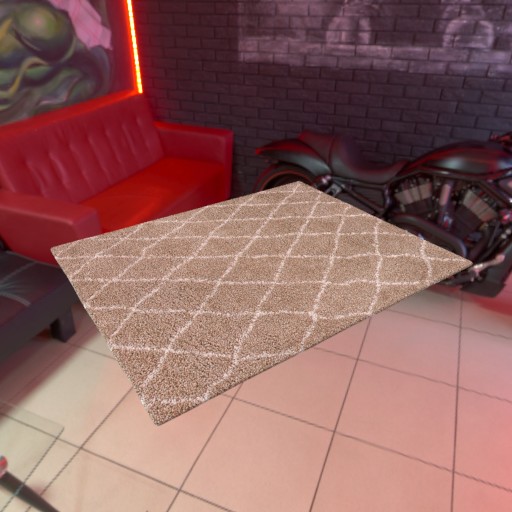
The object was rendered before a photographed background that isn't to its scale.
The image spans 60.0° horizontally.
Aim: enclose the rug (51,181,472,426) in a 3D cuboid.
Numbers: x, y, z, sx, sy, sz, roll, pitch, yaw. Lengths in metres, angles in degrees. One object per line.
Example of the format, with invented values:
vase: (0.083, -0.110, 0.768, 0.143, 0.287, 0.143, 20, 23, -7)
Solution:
rug: (0.000, 0.000, 4.072, 3.047, 0.029, 2.438, -19, 36, -29)
